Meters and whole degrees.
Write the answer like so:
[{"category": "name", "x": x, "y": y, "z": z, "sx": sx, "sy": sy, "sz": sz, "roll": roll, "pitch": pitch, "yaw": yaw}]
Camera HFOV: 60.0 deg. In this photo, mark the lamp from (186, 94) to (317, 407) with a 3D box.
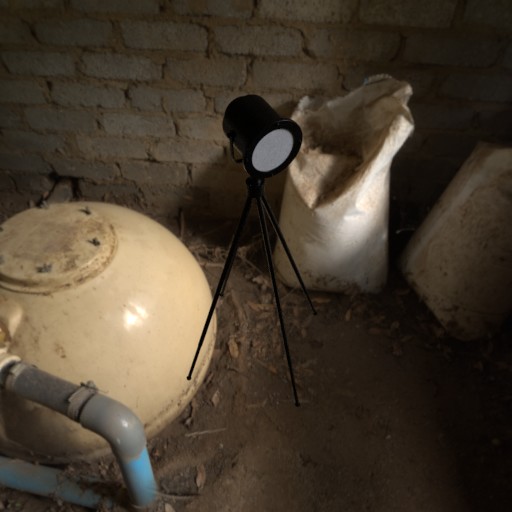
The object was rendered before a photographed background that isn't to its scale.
[{"category": "lamp", "x": 0.000, "y": 0.000, "z": 2.049, "sx": 0.879, "sy": 1.504, "sz": 0.884, "roll": -23, "pitch": 50, "yaw": -21}]
